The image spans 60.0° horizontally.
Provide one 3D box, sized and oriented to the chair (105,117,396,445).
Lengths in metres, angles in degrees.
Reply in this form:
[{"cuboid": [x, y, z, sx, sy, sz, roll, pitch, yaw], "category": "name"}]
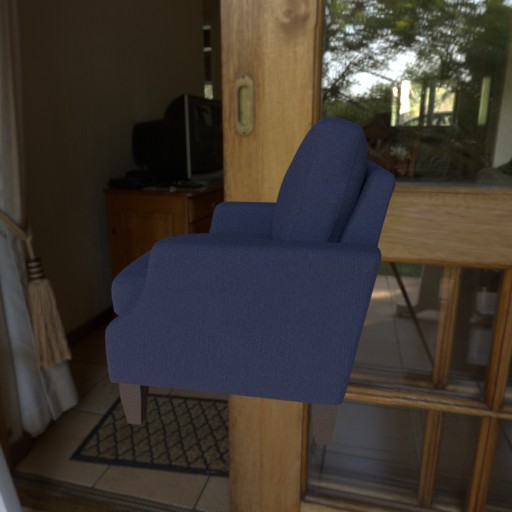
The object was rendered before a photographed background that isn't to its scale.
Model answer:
[{"cuboid": [0.000, 0.000, 1.679, 0.897, 0.991, 0.855, 2, 15, 9], "category": "chair"}]
